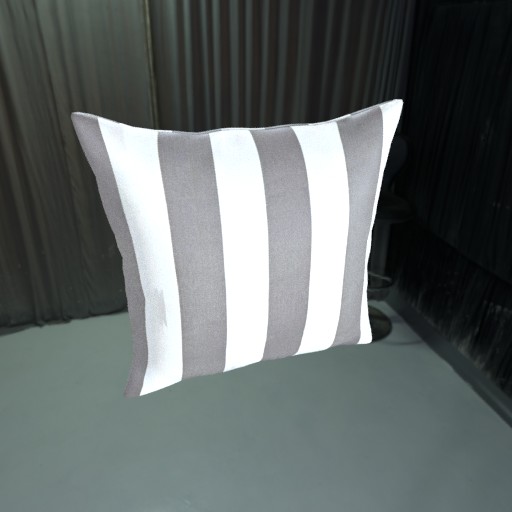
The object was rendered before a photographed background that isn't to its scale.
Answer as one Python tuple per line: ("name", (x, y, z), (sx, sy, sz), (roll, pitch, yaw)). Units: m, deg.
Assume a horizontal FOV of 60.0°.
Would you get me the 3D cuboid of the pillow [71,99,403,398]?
("pillow", (0.000, 0.000, 0.777), (0.522, 0.507, 0.192), (-8, 28, -16))
